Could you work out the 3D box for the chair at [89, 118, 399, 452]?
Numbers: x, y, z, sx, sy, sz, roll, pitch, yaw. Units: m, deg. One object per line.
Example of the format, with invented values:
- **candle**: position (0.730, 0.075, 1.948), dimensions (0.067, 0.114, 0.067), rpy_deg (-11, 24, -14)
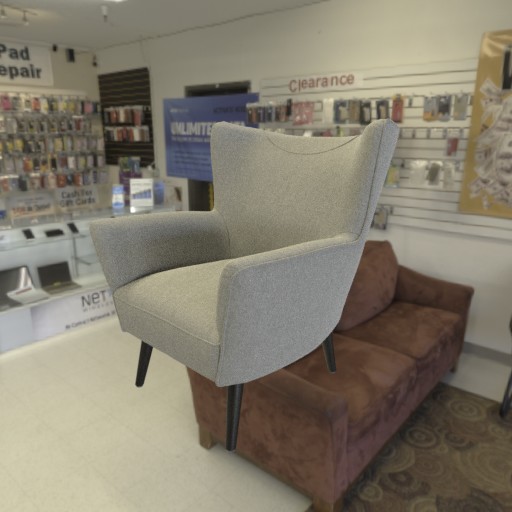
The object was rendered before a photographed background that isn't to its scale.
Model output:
- **chair**: position (0.000, 0.000, 1.584), dimensions (0.781, 0.933, 0.888), rpy_deg (15, 22, 42)
